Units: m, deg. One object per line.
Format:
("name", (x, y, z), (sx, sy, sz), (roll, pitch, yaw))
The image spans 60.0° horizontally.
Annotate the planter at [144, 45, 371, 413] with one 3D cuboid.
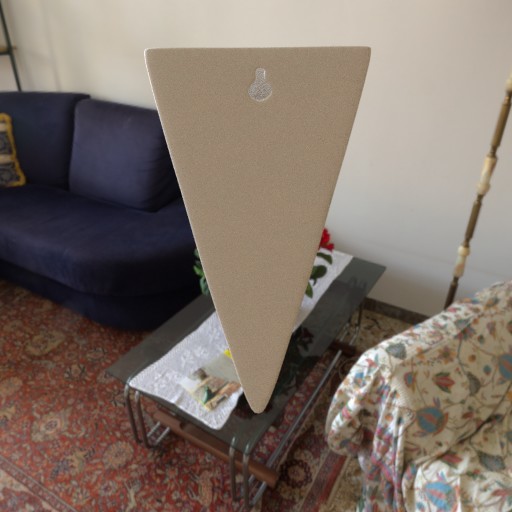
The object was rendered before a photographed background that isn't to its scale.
("planter", (0.000, 0.000, 0.388), (0.143, 0.338, 0.065), (-3, 31, -4))
